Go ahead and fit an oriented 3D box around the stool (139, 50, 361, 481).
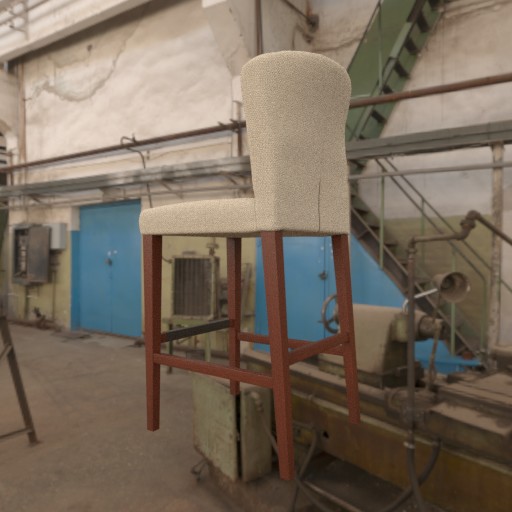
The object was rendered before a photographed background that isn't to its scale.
[{"bbox_3d":[0.000,0.000,1.381,0.568,1.069,0.481,1,1,35],"label":"stool"}]
